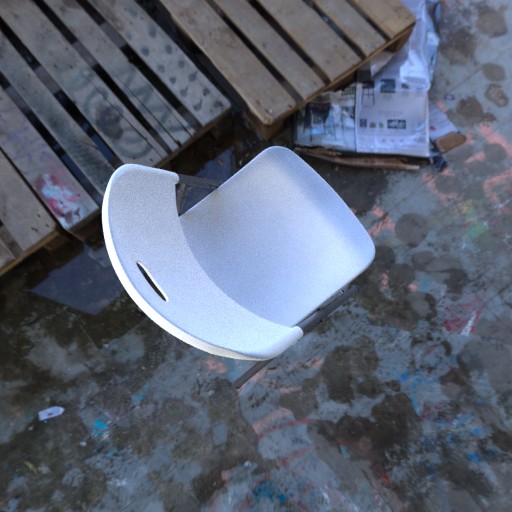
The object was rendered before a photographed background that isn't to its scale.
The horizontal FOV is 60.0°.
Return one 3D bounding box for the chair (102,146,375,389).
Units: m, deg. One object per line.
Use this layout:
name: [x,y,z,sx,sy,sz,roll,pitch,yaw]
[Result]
chair: [0.000,0.000,1.202,0.566,0.810,0.494,-37,78,-9]
